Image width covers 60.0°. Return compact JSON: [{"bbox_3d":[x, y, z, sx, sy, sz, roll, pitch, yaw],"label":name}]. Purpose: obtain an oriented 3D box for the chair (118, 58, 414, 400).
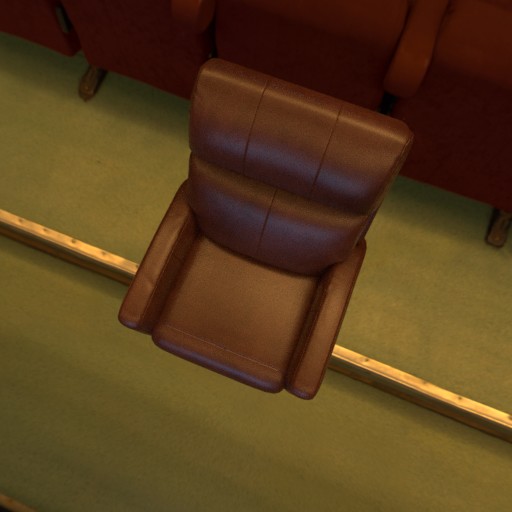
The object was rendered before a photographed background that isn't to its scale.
[{"bbox_3d":[0.000,0.000,1.710,0.787,1.016,0.939,21,77,5],"label":"chair"}]
